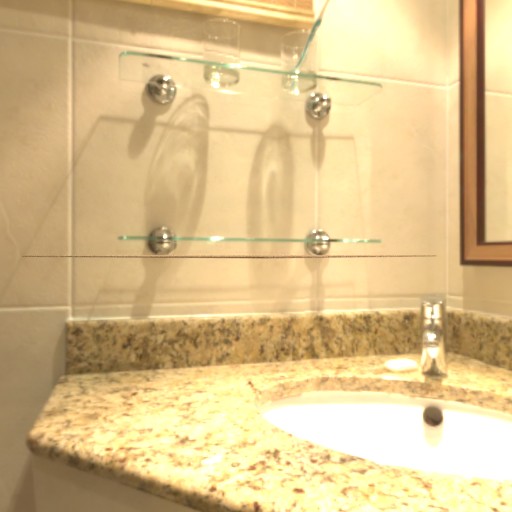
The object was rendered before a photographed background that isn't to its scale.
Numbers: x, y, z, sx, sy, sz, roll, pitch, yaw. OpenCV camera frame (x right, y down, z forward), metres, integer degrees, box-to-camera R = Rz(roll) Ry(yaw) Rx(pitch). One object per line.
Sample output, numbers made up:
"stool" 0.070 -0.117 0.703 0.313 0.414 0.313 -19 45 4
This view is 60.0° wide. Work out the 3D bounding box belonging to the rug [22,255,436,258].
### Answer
"rug" 0.000 0.000 3.877 2.313 0.009 2.939 0 0 37
